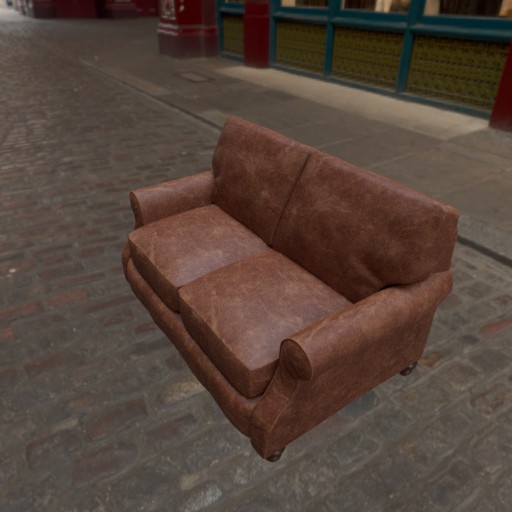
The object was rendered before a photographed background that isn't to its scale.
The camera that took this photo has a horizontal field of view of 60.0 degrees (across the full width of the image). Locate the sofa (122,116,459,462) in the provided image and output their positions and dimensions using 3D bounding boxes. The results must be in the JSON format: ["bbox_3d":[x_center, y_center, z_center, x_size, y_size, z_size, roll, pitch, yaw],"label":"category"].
[{"bbox_3d":[0.000,0.000,2.190,0.990,0.967,1.616,-20,38,-29],"label":"sofa"}]
